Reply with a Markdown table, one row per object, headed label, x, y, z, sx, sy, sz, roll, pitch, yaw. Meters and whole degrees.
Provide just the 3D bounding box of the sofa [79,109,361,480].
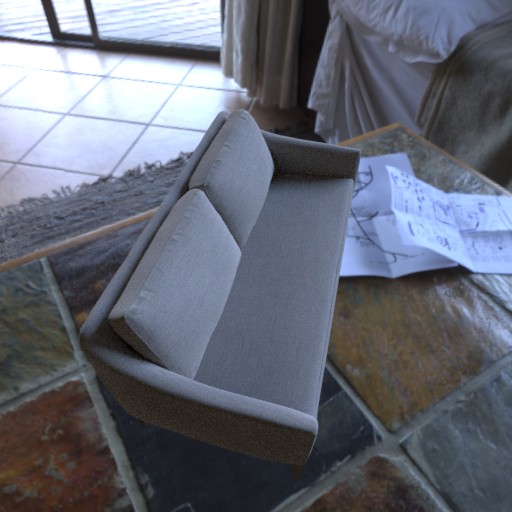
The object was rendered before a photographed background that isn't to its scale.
| label | x | y | z | sx | sy | sz | roll | pitch | yaw |
| --- | --- | --- | --- | --- | --- | --- | --- | --- | --- |
| sofa | 0.000 | 0.000 | 2.523 | 0.980 | 0.913 | 2.036 | 10 | 46 | 10 |
